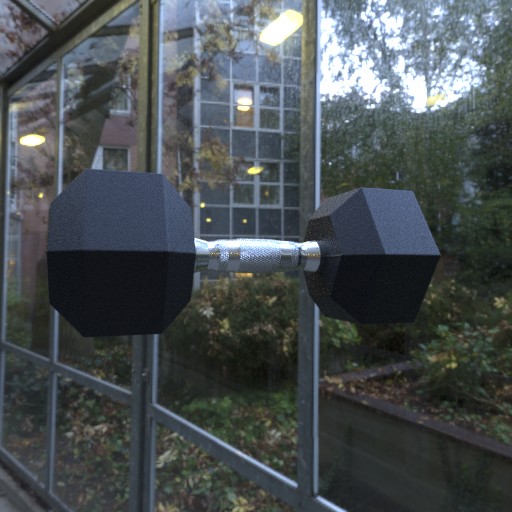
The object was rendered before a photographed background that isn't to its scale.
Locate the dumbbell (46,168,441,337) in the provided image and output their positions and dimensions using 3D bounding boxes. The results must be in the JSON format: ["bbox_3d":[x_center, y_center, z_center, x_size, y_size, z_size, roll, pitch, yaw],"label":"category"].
[{"bbox_3d":[0.000,0.000,0.402,0.337,0.123,0.142,1,-2,-19],"label":"dumbbell"}]
